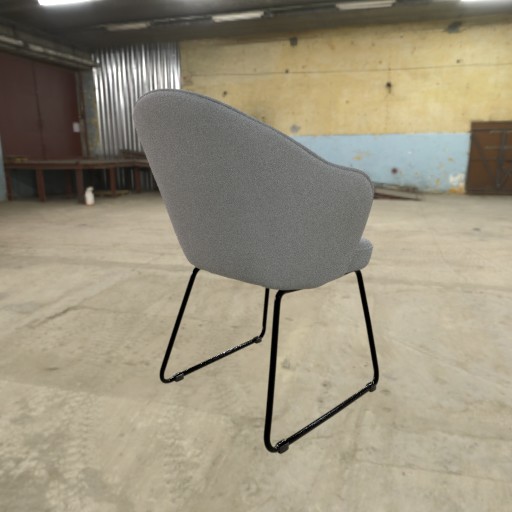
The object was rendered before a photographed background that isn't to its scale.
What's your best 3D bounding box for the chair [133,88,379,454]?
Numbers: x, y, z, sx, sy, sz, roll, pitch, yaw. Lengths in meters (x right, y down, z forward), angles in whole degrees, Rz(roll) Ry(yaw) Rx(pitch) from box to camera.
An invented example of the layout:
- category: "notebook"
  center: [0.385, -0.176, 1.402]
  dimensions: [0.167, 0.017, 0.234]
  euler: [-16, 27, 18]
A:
- category: "chair"
  center: [0.000, 0.000, 1.223]
  dimensions: [0.570, 0.817, 0.592]
  euler: [13, 18, 43]
